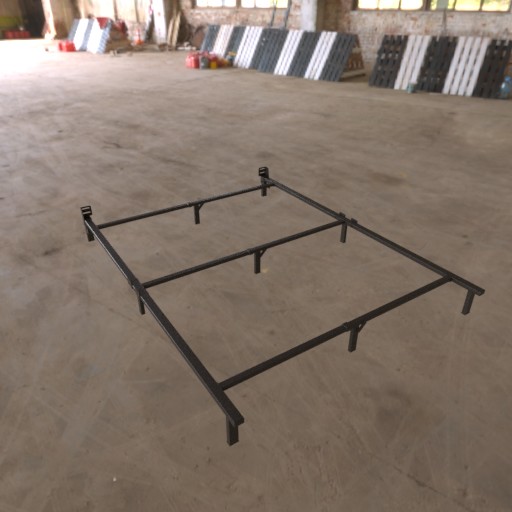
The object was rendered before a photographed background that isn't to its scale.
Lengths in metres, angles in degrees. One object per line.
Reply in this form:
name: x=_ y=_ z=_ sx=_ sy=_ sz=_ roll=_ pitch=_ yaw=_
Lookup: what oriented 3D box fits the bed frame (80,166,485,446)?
bed frame: x=0.000 y=0.000 z=2.643 sx=1.498 sy=0.248 sz=1.990 roll=-18 pitch=35 yaw=-28
